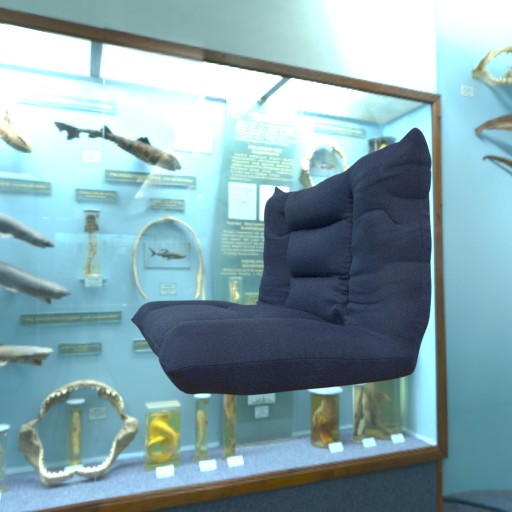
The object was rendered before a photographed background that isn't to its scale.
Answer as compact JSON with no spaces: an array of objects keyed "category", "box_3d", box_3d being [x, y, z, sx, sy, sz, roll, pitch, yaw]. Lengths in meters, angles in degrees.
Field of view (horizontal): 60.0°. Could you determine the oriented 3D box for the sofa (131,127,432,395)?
[{"category":"sofa","box_3d":[0.000,0.000,1.696,0.849,0.778,1.122,1,-2,-19]}]
